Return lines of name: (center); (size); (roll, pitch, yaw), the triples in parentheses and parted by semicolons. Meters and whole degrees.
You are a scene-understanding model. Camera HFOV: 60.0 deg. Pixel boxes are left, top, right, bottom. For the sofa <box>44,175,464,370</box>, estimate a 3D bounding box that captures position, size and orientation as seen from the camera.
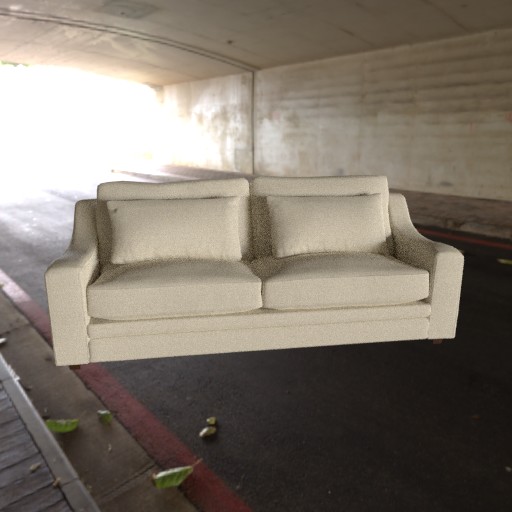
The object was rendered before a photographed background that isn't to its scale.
sofa: (0.000, 0.000, 3.019); (2.470, 1.022, 1.009); (-2, 16, -8)
